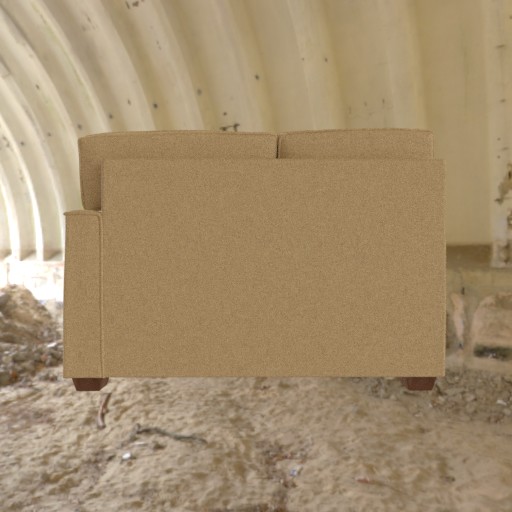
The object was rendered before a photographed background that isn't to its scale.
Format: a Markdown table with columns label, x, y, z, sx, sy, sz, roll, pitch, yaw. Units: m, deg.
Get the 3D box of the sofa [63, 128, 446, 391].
| label | x | y | z | sx | sy | sz | roll | pitch | yaw |
| --- | --- | --- | --- | --- | --- | --- | --- | --- | --- |
| sofa | 0.000 | 0.000 | 2.042 | 1.388 | 0.989 | 0.991 | 0 | -1 | 0 |
